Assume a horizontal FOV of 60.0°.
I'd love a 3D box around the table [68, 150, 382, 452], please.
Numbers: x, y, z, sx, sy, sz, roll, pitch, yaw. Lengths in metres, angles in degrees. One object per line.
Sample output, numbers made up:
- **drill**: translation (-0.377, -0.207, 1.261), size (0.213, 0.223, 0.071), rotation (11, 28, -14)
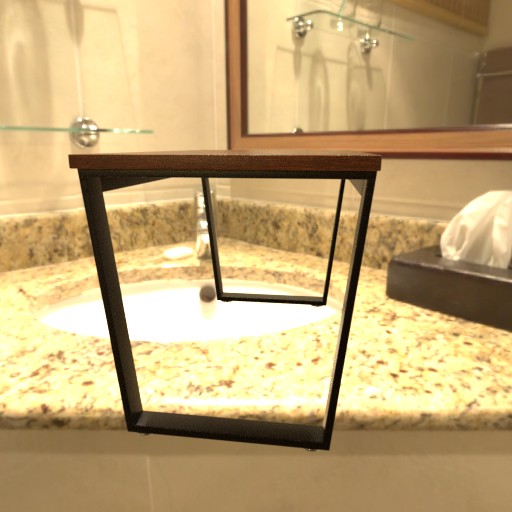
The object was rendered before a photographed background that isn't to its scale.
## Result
- **table**: translation (0.000, 0.000, 1.656), size (0.714, 0.760, 1.205), rotation (2, 14, 8)
